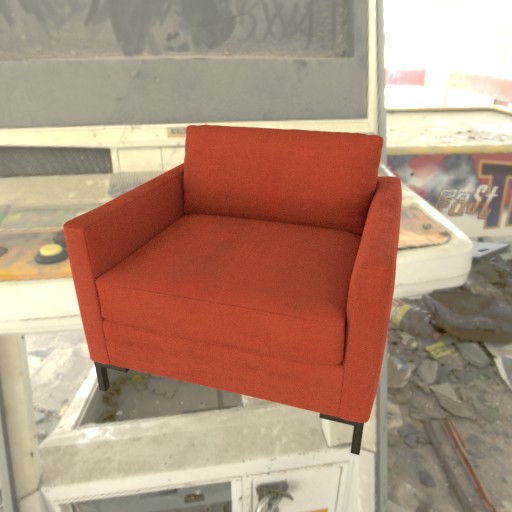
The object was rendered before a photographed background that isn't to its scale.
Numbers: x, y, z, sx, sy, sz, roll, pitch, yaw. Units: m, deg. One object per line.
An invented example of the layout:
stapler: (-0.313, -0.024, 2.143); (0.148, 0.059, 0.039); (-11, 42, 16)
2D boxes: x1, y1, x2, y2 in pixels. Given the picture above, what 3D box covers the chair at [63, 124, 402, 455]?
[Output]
chair: (0.000, 0.000, 1.604); (0.964, 0.812, 0.875); (8, 27, 16)
